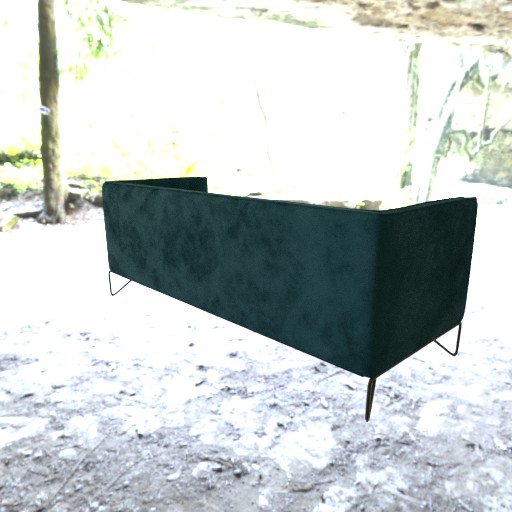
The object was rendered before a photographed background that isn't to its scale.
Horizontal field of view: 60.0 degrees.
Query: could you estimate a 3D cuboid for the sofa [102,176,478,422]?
[{"bbox_3d":[0.000,0.000,2.544,0.867,0.789,2.087,-13,19,-43],"label":"sofa"}]
